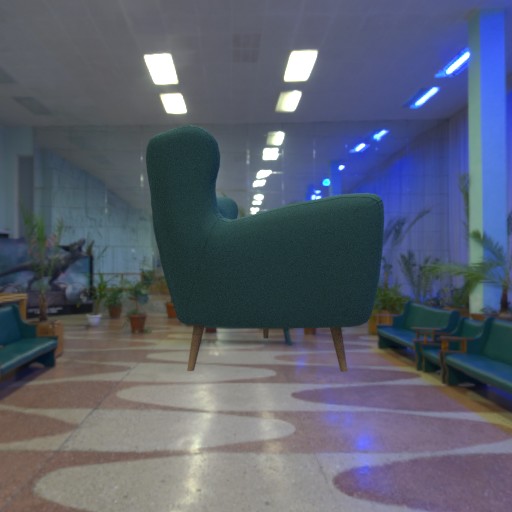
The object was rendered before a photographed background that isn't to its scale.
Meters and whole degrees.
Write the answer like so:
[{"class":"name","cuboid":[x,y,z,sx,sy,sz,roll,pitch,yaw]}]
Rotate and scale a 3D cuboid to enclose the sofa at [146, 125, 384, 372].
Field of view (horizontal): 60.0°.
[{"class":"sofa","cuboid":[0.000,0.000,2.416,0.889,0.890,1.930,0,-1,0]}]
